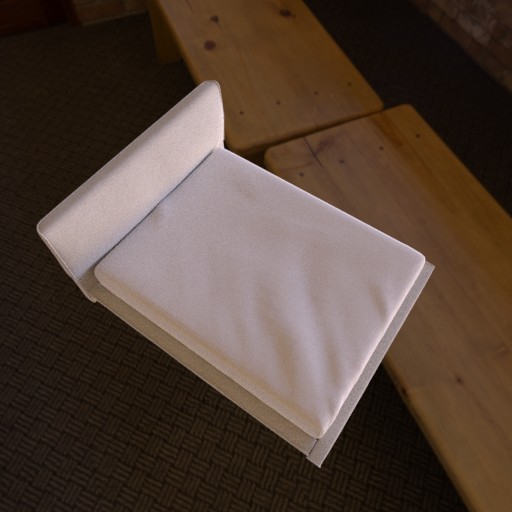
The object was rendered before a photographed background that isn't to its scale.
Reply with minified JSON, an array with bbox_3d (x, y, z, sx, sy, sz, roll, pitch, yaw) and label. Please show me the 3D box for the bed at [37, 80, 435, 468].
[{"bbox_3d":[0.000,0.000,3.591,2.498,1.126,1.980,31,64,17],"label":"bed"}]
